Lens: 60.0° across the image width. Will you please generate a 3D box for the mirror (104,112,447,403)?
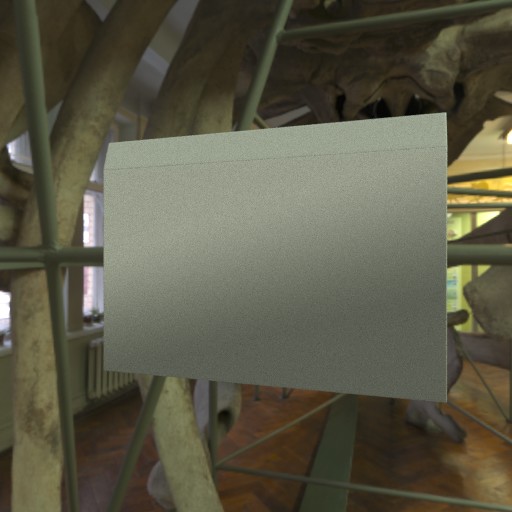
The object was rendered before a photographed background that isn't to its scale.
[{"bbox_3d":[0.000,0.000,1.097,0.870,0.630,0.030,0,0,18],"label":"mirror"}]
